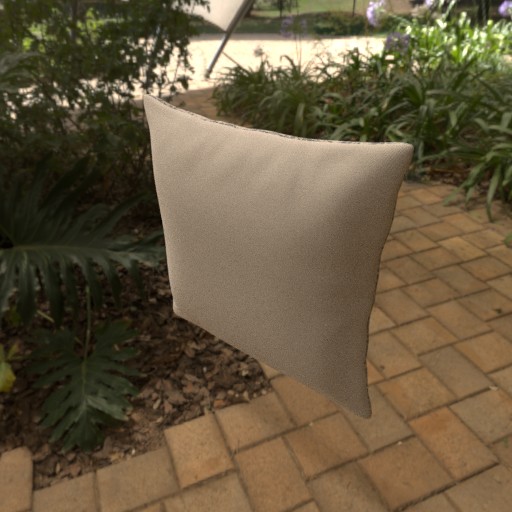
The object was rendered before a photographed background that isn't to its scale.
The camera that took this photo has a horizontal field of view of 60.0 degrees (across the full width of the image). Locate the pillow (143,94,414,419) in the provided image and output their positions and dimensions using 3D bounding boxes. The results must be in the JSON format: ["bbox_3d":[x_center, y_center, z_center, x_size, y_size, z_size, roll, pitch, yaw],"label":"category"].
[{"bbox_3d":[0.000,0.000,0.814,0.523,0.510,0.166,22,37,33],"label":"pillow"}]
